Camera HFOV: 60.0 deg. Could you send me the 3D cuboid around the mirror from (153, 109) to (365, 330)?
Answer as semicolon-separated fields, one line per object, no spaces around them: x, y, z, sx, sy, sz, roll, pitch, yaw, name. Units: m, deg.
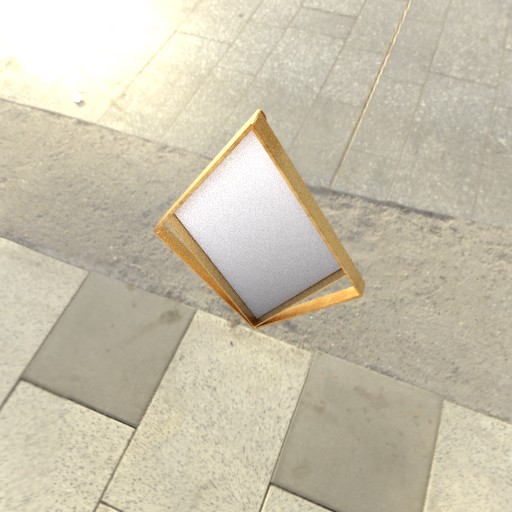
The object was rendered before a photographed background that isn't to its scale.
0.000;0.000;0.845;0.419;0.679;0.032;17;60;10;mirror
